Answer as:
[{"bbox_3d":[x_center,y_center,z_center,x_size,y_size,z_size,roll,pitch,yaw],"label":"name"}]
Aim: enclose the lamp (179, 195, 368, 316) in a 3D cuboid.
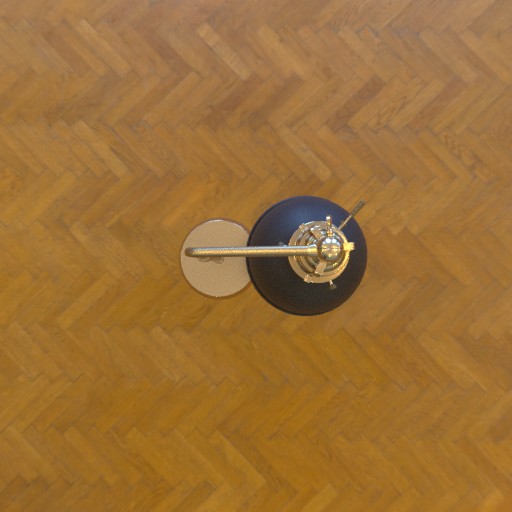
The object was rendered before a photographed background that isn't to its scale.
[{"bbox_3d":[0.000,0.000,0.598,0.291,0.456,0.160,0,89,0],"label":"lamp"}]
